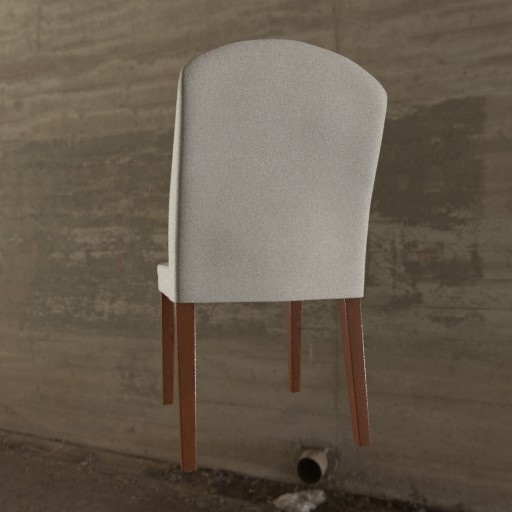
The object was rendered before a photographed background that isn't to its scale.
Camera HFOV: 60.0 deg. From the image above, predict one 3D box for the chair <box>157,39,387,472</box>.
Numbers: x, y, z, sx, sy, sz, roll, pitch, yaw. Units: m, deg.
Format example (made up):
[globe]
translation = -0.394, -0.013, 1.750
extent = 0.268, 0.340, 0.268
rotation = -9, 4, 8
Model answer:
[chair]
translation = 0.000, 0.000, 1.170
extent = 0.472, 0.893, 0.540
rotation = 0, 0, -17
